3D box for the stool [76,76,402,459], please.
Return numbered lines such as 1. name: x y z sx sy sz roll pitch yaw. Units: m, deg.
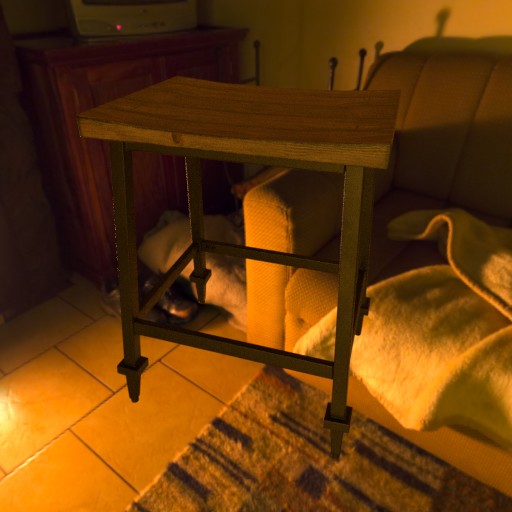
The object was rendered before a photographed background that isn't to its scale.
1. stool: 0.000 0.000 0.923 0.486 0.625 0.405 10 33 15
